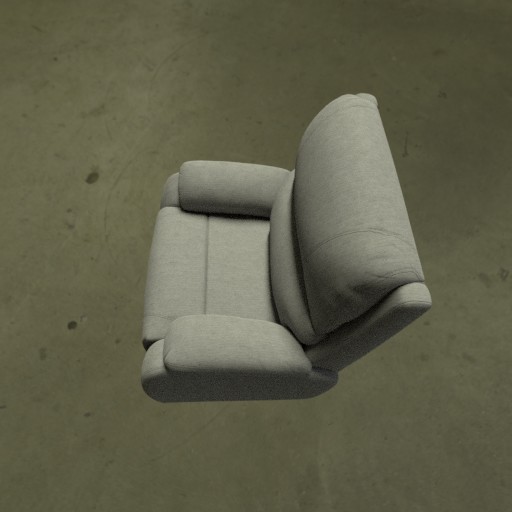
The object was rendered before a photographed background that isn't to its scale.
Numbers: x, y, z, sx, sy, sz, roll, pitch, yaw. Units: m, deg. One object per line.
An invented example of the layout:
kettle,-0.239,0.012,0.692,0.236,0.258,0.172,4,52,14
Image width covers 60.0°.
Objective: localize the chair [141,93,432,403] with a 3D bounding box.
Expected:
chair,0.000,0.000,1.706,0.899,1.011,0.930,-1,57,-1
